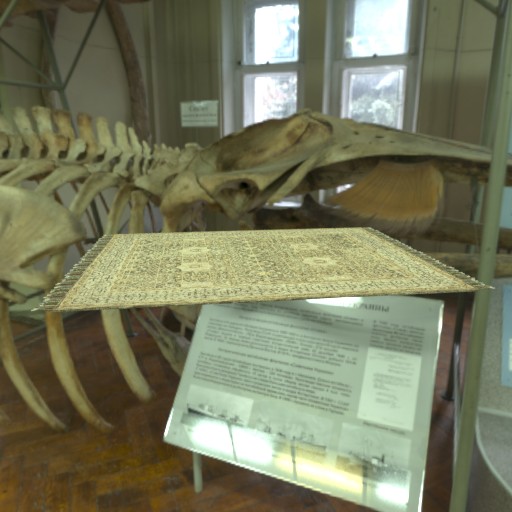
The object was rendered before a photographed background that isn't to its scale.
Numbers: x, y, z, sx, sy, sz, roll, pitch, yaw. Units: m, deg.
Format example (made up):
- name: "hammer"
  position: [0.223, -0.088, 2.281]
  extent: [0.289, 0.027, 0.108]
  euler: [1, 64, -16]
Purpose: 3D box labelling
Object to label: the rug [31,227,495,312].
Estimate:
- name: "rug"
  position: [0.000, 0.000, 4.248]
  extent: [3.291, 0.017, 2.431]
  euler: [-2, 15, -8]
